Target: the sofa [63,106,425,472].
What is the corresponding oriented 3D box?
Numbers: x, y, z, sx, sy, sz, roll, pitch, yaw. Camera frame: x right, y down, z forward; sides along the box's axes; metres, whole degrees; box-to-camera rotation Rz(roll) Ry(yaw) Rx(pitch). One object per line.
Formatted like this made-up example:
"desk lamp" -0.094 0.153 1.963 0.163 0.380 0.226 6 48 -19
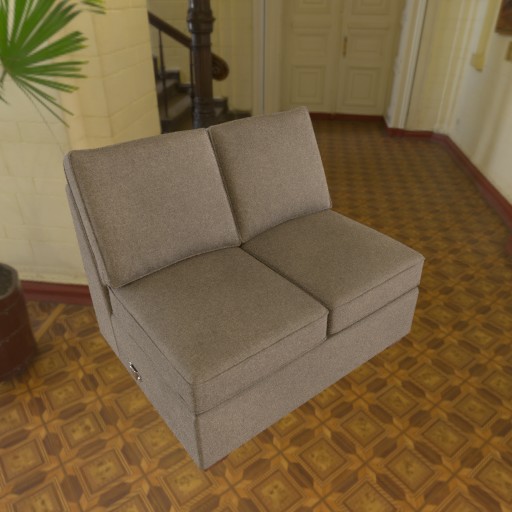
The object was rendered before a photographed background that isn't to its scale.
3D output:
"sofa" 0.000 0.000 1.951 1.237 1.008 0.951 -22 37 -32
